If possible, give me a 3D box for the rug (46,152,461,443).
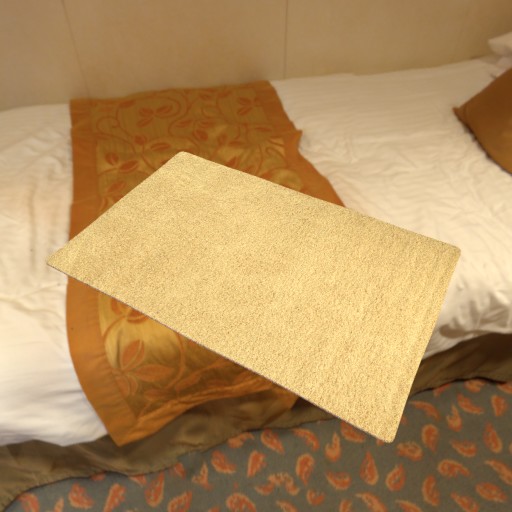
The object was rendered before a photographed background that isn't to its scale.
[{"bbox_3d":[0.000,0.000,2.948,2.349,0.025,1.500,23,51,20],"label":"rug"}]
